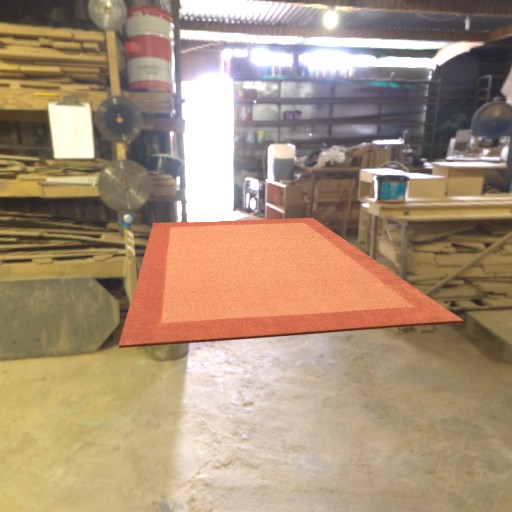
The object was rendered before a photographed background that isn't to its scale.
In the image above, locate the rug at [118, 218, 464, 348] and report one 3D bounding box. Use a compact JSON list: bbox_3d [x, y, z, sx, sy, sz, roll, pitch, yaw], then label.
[{"bbox_3d":[0.000,0.000,3.056,1.524,0.014,2.438,-3,16,-9],"label":"rug"}]
